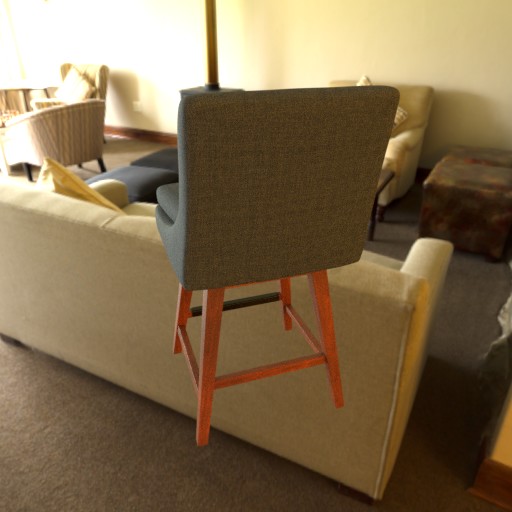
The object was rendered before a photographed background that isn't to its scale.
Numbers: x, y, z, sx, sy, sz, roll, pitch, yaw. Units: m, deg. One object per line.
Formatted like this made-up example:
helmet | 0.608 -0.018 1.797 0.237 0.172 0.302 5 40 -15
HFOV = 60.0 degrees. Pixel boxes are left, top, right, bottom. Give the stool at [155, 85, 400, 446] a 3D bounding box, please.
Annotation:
stool | 0.000 0.000 1.182 0.467 0.895 0.524 -9 29 -17
